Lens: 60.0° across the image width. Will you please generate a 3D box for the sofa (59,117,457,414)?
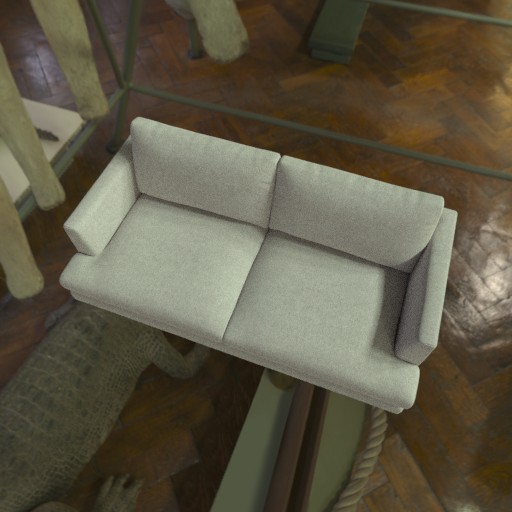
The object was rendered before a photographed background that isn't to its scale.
[{"bbox_3d":[0.000,0.000,2.473,1.948,0.868,1.020,17,59,11],"label":"sofa"}]
